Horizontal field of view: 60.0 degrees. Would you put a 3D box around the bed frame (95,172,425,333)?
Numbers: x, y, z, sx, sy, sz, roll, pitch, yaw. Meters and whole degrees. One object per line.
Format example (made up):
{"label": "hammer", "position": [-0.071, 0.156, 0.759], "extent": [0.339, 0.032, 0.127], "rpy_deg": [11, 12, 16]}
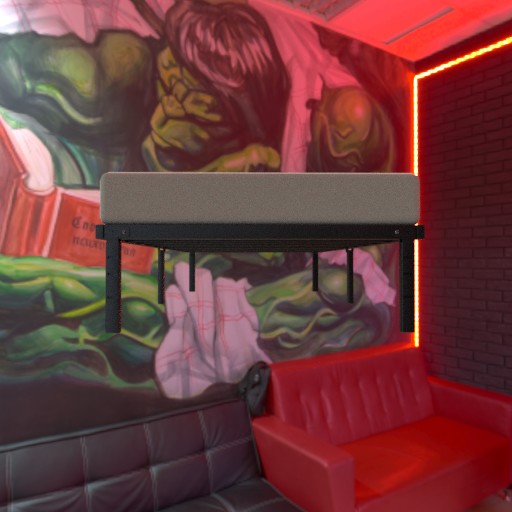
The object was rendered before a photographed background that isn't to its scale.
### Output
{"label": "bed frame", "position": [0.000, 0.000, 3.162], "extent": [1.393, 0.680, 2.635], "rpy_deg": [0, -1, -1]}
